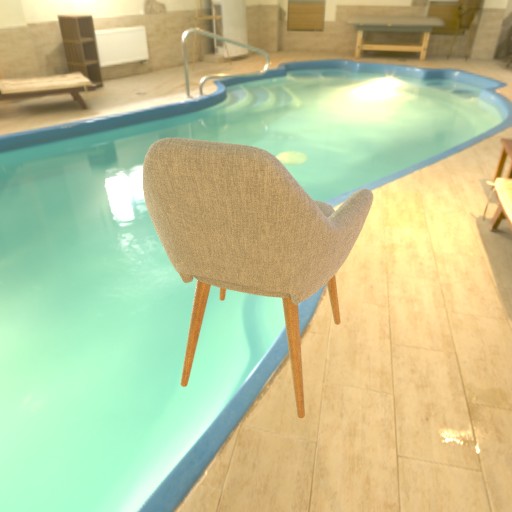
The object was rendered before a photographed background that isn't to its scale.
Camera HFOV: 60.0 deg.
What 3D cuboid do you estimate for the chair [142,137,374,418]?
[{"bbox_3d":[0.000,0.000,1.262,0.590,0.840,0.610,10,34,15],"label":"chair"}]
